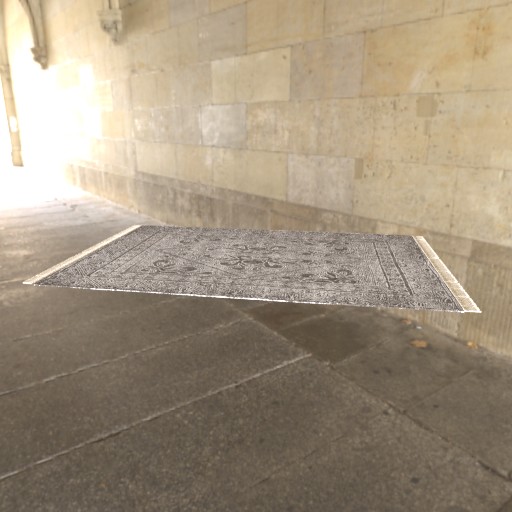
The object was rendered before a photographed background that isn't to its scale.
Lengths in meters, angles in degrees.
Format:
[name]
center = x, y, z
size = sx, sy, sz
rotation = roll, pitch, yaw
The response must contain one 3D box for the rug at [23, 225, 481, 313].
[rug]
center = 0.000, 0.000, 3.021
size = 2.440, 0.010, 1.529
rotation = 3, 17, 9
